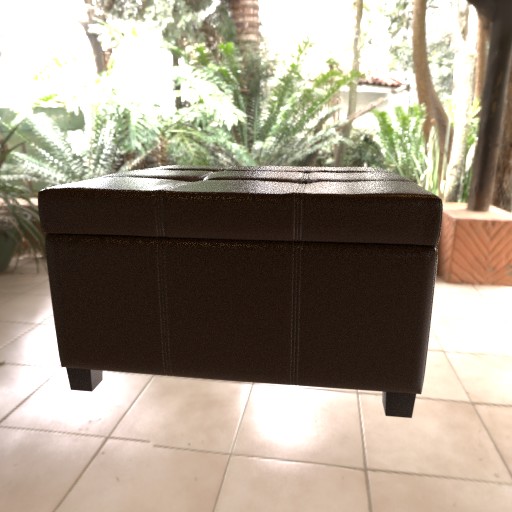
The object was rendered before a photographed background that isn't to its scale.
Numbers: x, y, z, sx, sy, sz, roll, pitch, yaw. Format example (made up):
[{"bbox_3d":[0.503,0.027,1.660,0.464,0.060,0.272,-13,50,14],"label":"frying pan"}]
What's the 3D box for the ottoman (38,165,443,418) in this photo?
[{"bbox_3d":[0.000,0.000,1.246,0.788,0.460,0.787,2,15,8],"label":"ottoman"}]
